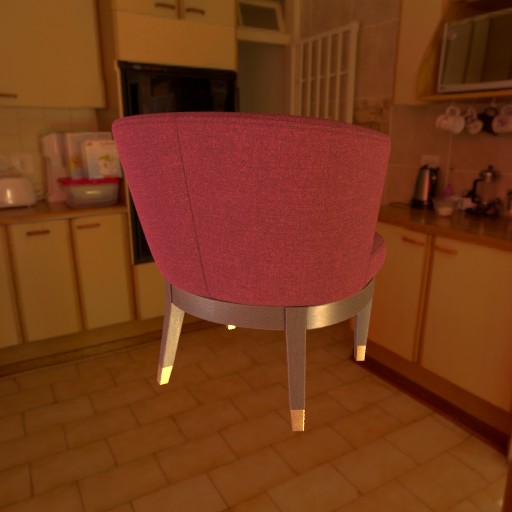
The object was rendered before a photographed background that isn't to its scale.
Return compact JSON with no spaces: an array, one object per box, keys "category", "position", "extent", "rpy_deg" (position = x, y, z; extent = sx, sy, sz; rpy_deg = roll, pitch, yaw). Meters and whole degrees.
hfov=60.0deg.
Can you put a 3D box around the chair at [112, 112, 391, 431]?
[{"category":"chair","position":[0.000,0.000,1.269],"extent":[0.700,0.760,0.660],"rpy_deg":[8,18,28]}]
